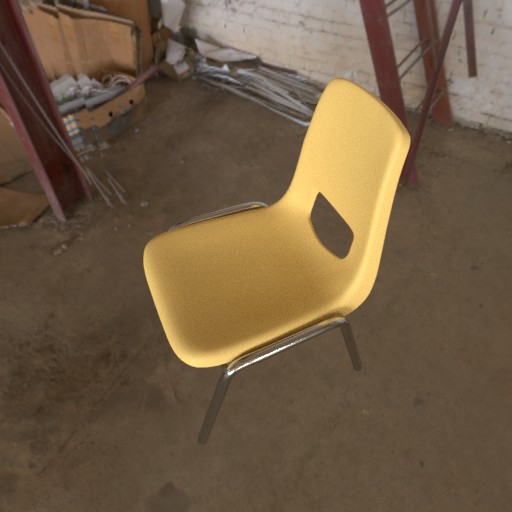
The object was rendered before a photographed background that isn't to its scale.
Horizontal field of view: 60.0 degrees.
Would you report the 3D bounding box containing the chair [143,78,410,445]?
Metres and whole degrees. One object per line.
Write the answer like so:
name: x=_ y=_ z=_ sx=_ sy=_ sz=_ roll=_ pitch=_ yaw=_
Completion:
chair: x=0.000 y=0.000 z=0.793 sx=0.385 sy=0.536 sz=0.354 roll=-18 pitch=50 yaw=-16
